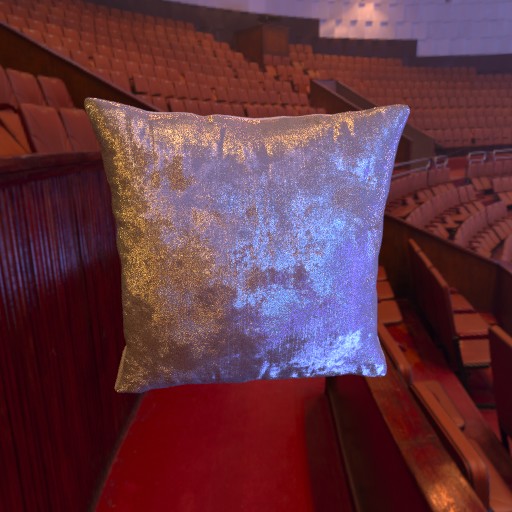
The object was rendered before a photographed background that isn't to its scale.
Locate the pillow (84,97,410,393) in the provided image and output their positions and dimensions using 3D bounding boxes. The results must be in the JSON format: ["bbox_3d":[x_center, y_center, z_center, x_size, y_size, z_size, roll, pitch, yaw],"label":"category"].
[{"bbox_3d":[0.000,0.000,0.697,0.470,0.464,0.175,-2,16,-8],"label":"pillow"}]
